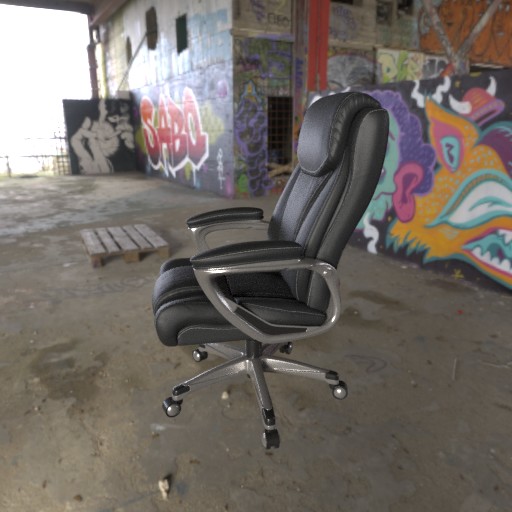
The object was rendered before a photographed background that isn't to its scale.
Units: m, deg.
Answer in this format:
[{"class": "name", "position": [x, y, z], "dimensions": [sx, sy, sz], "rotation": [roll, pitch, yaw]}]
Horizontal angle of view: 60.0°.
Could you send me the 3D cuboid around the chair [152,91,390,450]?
[{"class": "chair", "position": [0.000, 0.000, 1.681], "dimensions": [0.784, 1.167, 0.741], "rotation": [-3, 16, -10]}]
